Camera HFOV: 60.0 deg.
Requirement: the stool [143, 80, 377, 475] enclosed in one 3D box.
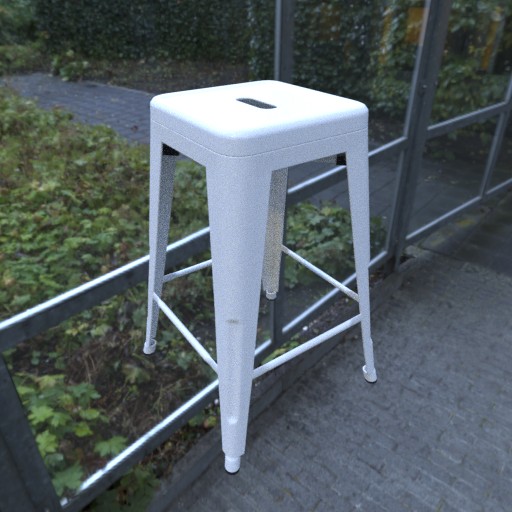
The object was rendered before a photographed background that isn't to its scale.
[{"bbox_3d":[0.000,0.000,0.895,0.406,0.610,0.406,-20,37,-30],"label":"stool"}]
